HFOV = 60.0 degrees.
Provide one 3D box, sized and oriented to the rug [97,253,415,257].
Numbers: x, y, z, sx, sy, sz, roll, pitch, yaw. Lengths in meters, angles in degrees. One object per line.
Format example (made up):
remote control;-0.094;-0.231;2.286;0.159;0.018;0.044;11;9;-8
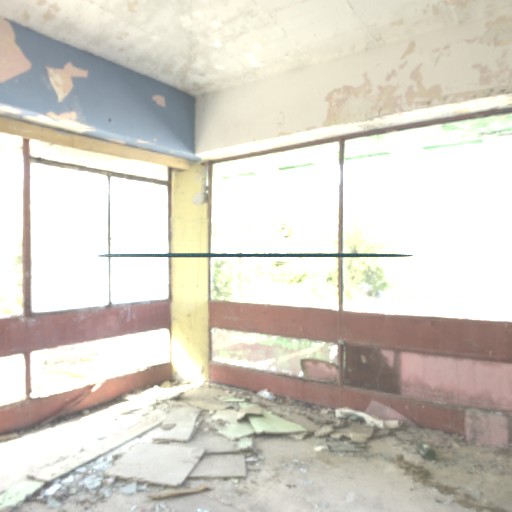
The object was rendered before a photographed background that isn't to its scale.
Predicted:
rug;0.000;0.000;2.361;1.593;0.012;1.593;0;0;0
